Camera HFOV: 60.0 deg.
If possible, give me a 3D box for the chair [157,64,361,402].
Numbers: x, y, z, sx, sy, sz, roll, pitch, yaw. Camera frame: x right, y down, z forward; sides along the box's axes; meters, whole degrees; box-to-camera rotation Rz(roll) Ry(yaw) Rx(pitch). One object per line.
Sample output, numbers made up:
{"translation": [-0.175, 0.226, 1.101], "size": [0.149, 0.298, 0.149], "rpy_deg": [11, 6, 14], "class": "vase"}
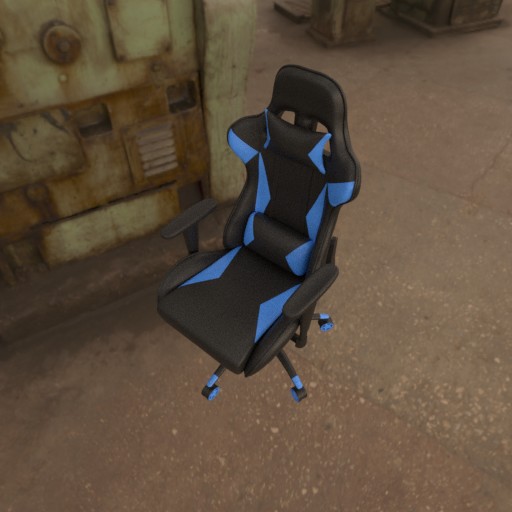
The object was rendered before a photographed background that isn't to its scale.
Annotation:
{"translation": [0.000, 0.000, 1.727], "size": [0.695, 1.282, 0.730], "rpy_deg": [30, 52, 27], "class": "chair"}
